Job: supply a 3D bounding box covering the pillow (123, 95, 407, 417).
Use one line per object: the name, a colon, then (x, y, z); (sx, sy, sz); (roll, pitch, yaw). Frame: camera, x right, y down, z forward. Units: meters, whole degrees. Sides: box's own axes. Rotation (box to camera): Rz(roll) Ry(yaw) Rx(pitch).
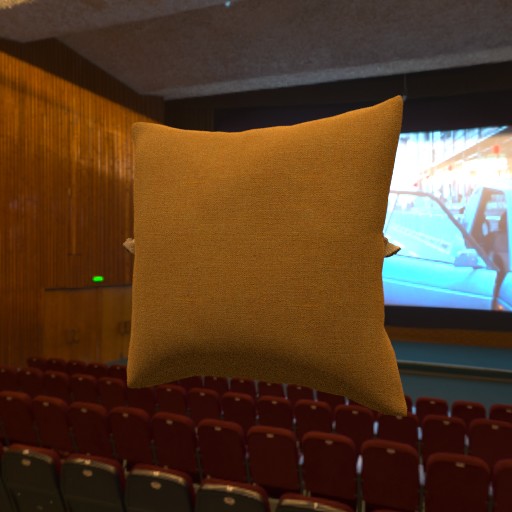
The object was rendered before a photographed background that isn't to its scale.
pillow: (0.000, 0.000, 0.750); (0.485, 0.481, 0.167); (0, 0, 18)
